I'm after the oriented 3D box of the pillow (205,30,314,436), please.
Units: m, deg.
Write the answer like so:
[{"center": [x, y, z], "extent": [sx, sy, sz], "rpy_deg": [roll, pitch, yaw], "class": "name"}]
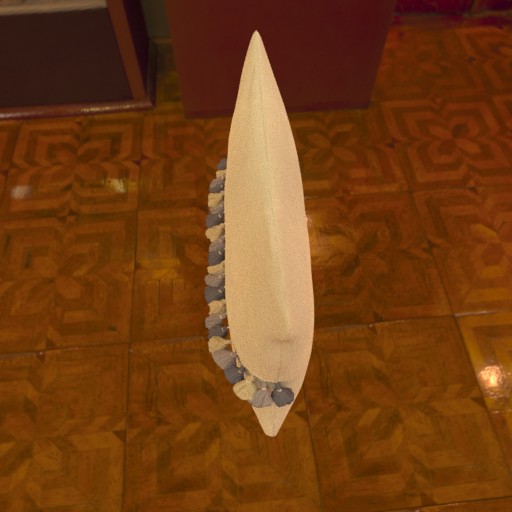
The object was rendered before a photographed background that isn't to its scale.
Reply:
[{"center": [0.000, 0.000, 0.720], "extent": [0.165, 0.481, 0.489], "rpy_deg": [-3, 58, -2], "class": "pillow"}]
